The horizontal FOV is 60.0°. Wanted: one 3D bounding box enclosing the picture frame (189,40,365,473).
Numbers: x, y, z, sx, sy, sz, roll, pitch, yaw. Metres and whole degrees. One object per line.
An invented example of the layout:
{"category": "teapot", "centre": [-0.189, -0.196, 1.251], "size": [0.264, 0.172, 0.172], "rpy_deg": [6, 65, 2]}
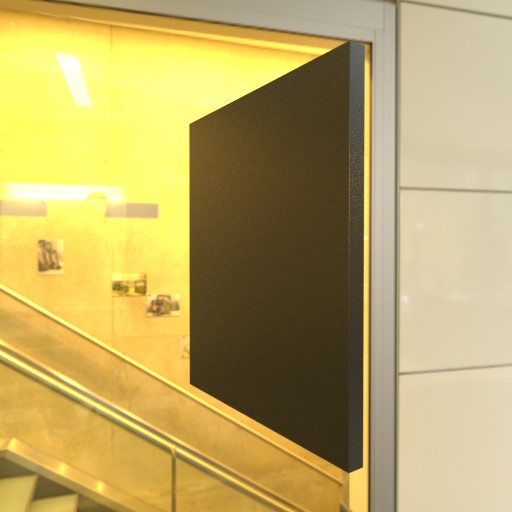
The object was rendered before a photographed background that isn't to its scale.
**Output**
{"category": "picture frame", "centre": [0.000, 0.000, 0.766], "size": [0.028, 0.556, 0.460], "rpy_deg": [-1, 1, -35]}
